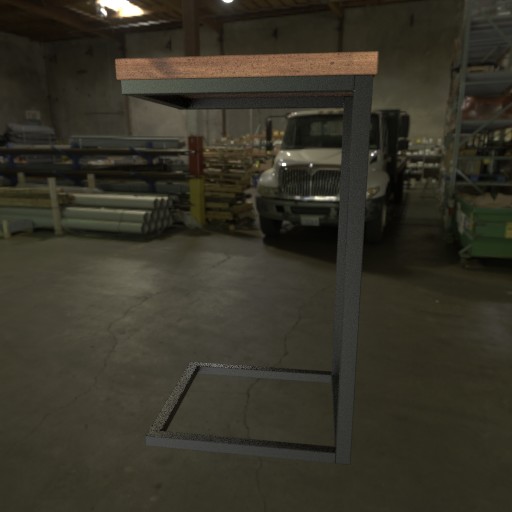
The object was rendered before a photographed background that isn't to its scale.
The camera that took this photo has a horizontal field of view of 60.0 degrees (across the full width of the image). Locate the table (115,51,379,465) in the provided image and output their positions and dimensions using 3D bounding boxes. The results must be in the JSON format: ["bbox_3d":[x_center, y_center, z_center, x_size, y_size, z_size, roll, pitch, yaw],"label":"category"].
[{"bbox_3d":[0.000,0.000,0.925,0.414,0.718,0.323,2,14,8],"label":"table"}]
